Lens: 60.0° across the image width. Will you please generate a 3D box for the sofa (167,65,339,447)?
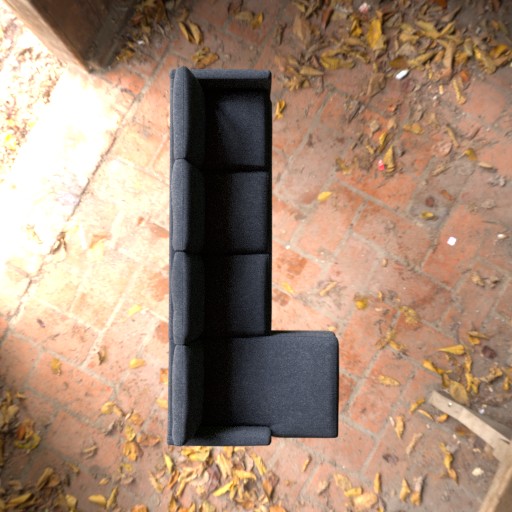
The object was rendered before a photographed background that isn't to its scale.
[{"bbox_3d":[0.000,0.000,3.575,1.350,0.810,2.932,0,88,0],"label":"sofa"}]
